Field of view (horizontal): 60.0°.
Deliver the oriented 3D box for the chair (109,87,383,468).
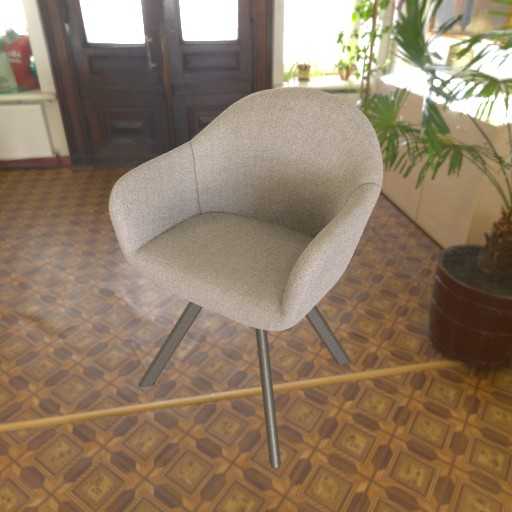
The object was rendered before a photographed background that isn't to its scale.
[{"bbox_3d":[0.000,0.000,1.201,0.590,0.795,0.550,19,36,28],"label":"chair"}]
